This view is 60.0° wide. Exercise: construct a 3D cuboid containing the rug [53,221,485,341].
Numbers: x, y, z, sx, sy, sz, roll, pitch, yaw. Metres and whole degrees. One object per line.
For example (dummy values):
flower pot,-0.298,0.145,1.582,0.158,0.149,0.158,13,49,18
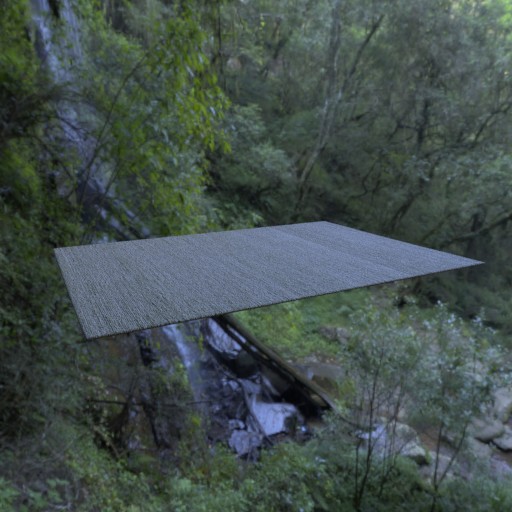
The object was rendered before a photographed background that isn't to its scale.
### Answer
rug,0.000,0.000,4.904,3.935,0.025,2.782,-8,16,-27
